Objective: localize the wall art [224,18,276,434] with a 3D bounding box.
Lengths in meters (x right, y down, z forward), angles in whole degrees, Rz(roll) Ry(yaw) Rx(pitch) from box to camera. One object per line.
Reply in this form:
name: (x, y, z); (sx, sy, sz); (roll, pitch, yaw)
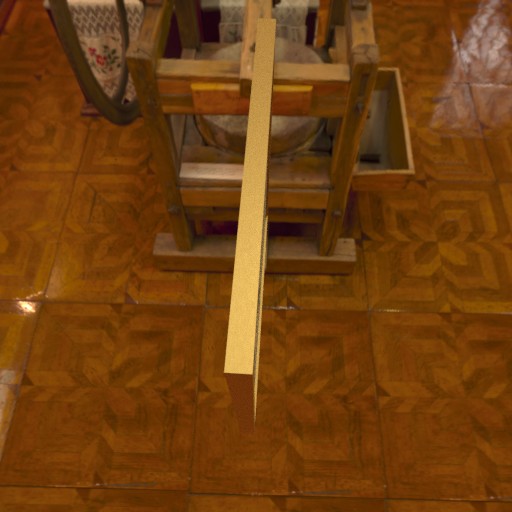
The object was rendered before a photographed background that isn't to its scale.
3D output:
wall art: (0.000, 0.000, 2.833); (0.099, 1.926, 1.926); (3, 62, 2)
